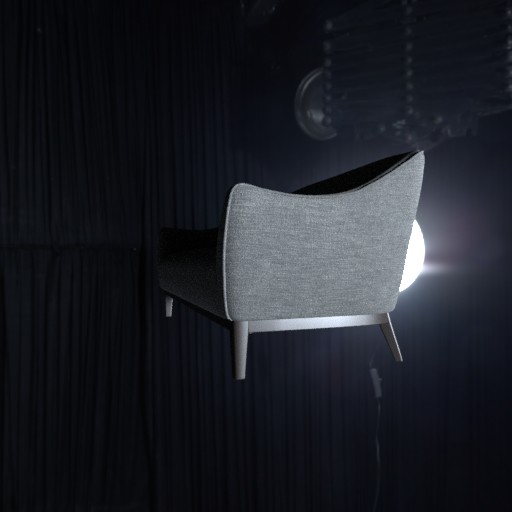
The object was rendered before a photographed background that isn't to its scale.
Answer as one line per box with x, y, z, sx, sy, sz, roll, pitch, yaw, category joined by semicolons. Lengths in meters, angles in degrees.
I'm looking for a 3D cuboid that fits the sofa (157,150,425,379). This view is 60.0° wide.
0.000;0.000;2.401;0.867;0.829;1.928;0;-1;-19;sofa
